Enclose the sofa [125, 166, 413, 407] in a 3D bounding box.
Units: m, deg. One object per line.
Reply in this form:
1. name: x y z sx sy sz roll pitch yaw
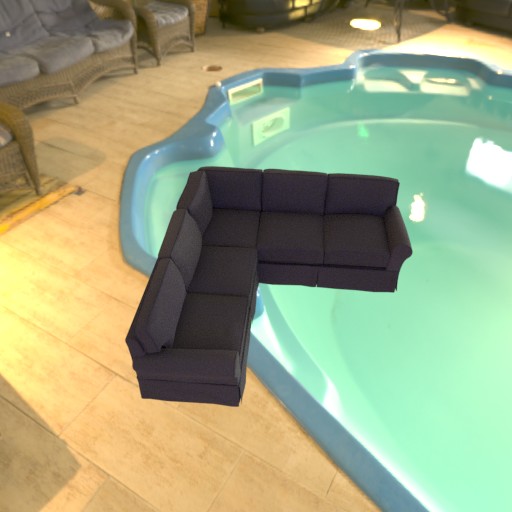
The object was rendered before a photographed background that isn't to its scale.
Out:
1. sofa: 0.000 0.000 5.107 2.874 1.169 3.773 26 47 27
